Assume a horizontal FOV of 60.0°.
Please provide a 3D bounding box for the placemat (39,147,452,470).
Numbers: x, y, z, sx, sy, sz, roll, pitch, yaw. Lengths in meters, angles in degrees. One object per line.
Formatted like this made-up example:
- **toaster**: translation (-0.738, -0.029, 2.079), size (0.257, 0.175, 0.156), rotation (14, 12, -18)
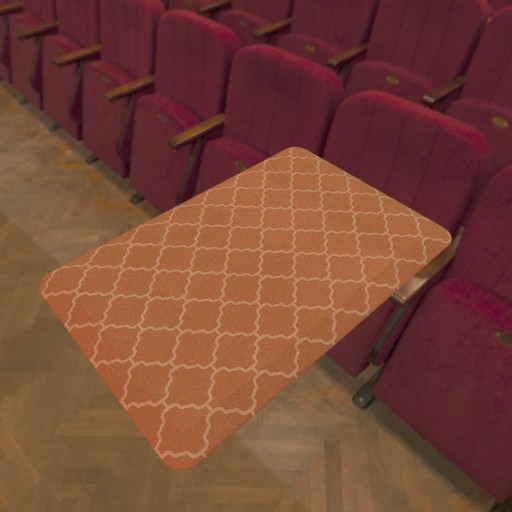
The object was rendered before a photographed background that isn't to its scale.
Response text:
- **placemat**: translation (0.000, 0.000, 0.940), size (0.762, 0.021, 0.508), rotation (-33, 55, -28)
